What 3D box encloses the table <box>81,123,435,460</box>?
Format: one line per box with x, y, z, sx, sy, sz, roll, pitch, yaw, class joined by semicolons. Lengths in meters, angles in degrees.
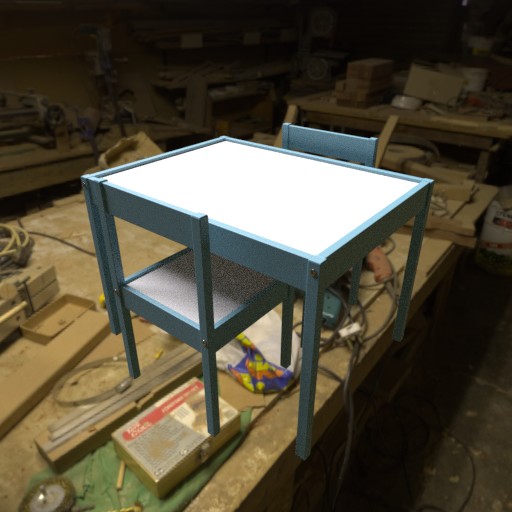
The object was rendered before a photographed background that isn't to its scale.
0.000;0.000;1.098;0.639;0.503;0.633;21;35;33;table
